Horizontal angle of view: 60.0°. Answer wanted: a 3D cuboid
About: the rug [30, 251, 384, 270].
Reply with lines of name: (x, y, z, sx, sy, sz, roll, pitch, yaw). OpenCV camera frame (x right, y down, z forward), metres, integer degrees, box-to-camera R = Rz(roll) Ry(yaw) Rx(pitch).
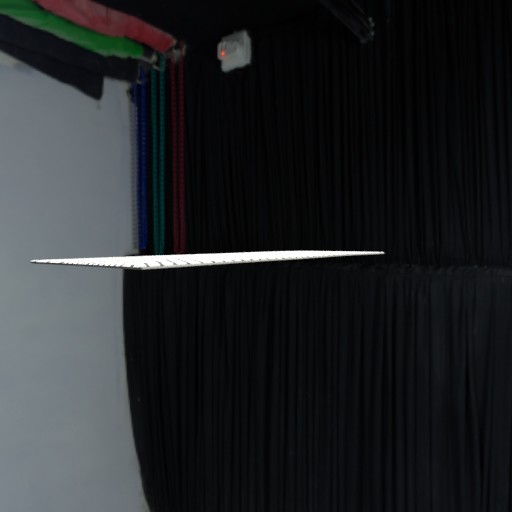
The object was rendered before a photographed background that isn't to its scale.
rug: (0.000, 0.000, 2.768, 0.773, 0.020, 2.439, 1, 2, 36)
